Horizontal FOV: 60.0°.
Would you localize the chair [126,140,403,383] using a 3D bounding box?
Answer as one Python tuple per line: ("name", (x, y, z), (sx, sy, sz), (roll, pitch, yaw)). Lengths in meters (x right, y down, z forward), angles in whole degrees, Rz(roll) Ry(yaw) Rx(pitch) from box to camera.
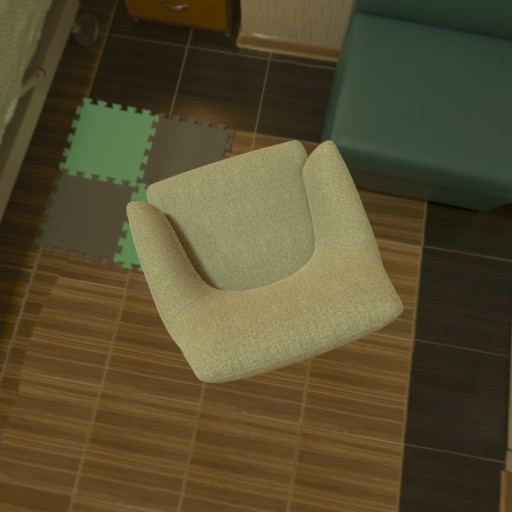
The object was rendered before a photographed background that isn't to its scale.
("chair", (0.000, 0.000, 1.376), (0.642, 0.874, 0.677), (-18, 76, -5))
